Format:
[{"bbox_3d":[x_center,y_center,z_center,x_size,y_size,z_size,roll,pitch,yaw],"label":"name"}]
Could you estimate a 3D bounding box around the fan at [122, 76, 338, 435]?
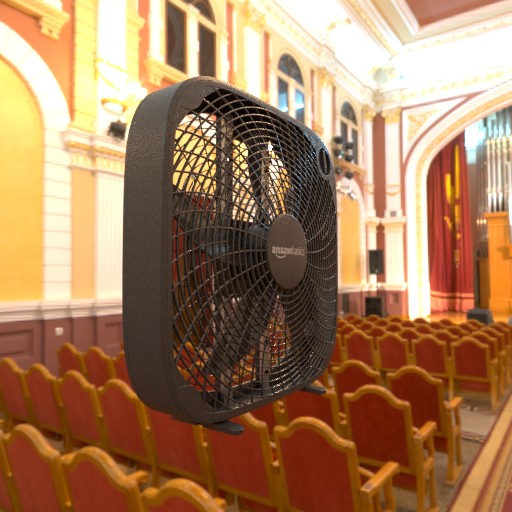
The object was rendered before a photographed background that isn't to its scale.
[{"bbox_3d":[0.000,0.000,0.803,0.142,0.533,0.526,-2,-3,35],"label":"fan"}]
